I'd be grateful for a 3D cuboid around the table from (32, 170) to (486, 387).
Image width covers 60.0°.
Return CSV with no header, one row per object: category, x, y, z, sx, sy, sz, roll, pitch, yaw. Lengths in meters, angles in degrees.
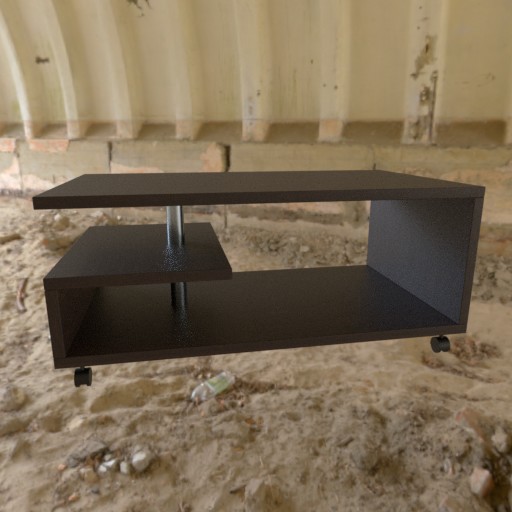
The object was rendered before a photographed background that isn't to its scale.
table,0.000,0.000,1.345,1.050,0.460,0.590,-3,15,-10
